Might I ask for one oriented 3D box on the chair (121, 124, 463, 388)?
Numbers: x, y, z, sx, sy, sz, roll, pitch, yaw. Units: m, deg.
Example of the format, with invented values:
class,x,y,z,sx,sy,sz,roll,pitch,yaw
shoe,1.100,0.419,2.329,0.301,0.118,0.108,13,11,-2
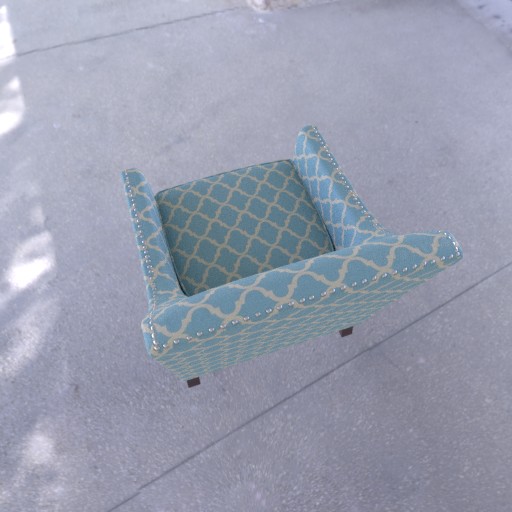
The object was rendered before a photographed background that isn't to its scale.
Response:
class,x,y,z,sx,sy,sz,roll,pitch,yaw
chair,0.000,0.000,1.281,0.617,0.817,0.686,-16,60,-9
